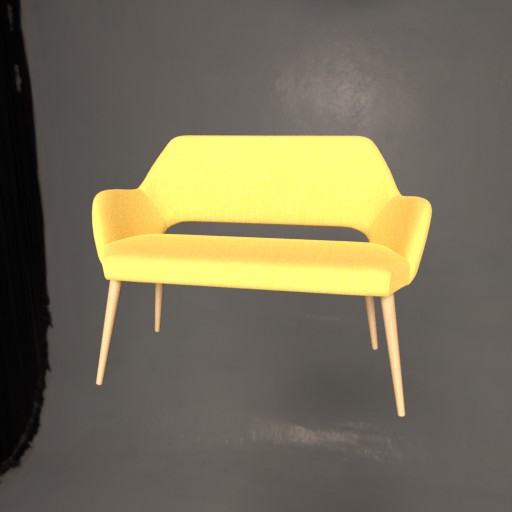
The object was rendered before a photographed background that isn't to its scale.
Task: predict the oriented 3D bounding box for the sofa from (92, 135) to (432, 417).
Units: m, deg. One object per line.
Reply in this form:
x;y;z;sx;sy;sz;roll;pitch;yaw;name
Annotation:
0.000;0.000;1.615;1.150;0.840;0.610;3;16;10;sofa
